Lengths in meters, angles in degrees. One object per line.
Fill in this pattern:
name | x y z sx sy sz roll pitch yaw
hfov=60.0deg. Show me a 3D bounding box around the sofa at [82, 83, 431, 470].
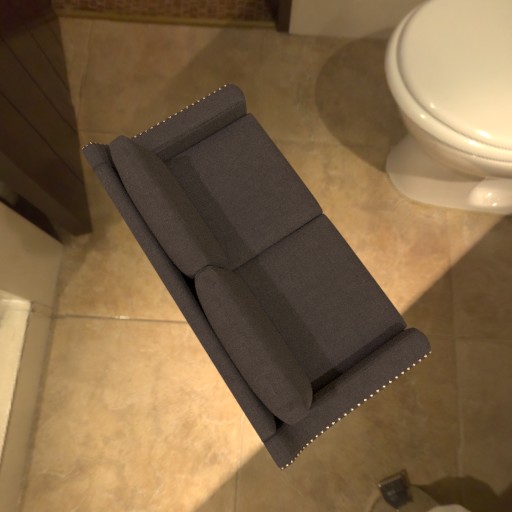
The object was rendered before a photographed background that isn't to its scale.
sofa | 0.000 0.000 3.374 1.336 1.196 2.550 -33 78 -8
